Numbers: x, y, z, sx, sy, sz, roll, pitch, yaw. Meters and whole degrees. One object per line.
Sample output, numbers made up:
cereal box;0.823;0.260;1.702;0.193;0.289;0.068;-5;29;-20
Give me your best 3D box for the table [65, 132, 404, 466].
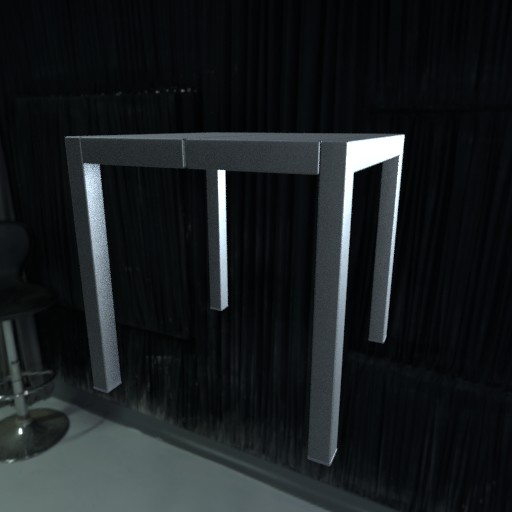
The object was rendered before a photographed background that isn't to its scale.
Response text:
table;0.000;0.000;0.966;0.508;0.508;0.508;8;18;25
